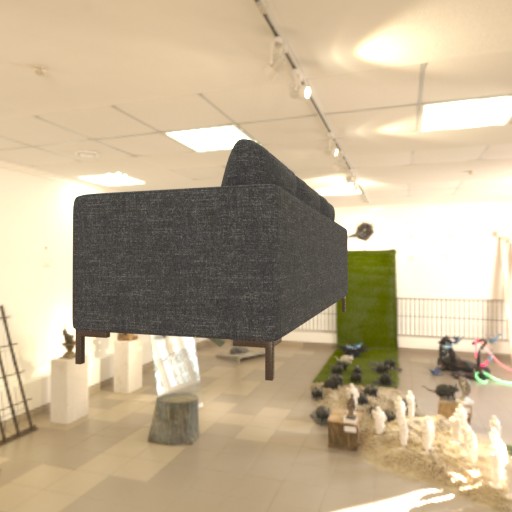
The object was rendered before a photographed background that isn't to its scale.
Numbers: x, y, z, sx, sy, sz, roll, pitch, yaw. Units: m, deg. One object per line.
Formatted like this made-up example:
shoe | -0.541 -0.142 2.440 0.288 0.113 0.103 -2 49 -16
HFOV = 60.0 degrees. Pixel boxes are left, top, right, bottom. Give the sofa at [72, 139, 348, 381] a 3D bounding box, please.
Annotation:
sofa | 0.000 0.000 2.665 0.859 0.874 2.218 0 -1 18
